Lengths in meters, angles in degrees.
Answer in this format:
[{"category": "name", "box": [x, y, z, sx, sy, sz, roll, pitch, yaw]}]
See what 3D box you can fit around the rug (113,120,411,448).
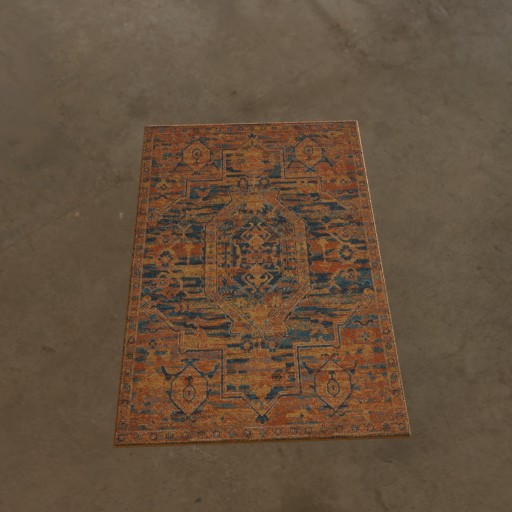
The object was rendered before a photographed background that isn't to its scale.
[{"category": "rug", "box": [0.000, 0.000, 2.831, 1.588, 0.024, 2.204, -2, 64, -1]}]
